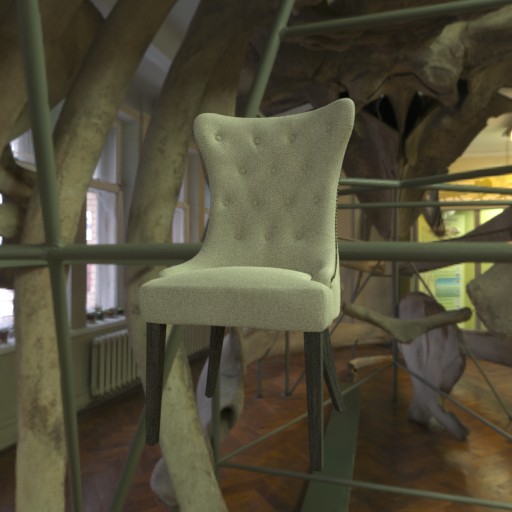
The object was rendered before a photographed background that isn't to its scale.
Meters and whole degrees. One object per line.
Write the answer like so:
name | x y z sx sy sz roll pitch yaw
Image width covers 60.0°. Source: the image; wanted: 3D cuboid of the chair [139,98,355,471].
chair | 0.000 0.000 1.411 0.584 1.065 0.590 0 0 18
